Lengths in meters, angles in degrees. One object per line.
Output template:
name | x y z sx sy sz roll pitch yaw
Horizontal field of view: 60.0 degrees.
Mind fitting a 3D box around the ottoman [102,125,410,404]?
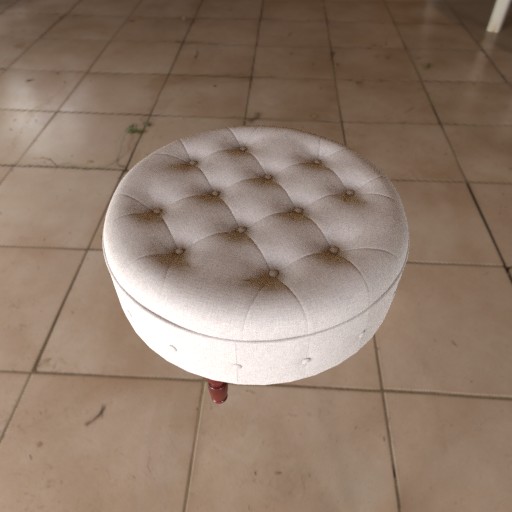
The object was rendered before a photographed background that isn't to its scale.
ottoman | 0.000 0.000 1.376 0.849 0.478 0.849 0 46 0
